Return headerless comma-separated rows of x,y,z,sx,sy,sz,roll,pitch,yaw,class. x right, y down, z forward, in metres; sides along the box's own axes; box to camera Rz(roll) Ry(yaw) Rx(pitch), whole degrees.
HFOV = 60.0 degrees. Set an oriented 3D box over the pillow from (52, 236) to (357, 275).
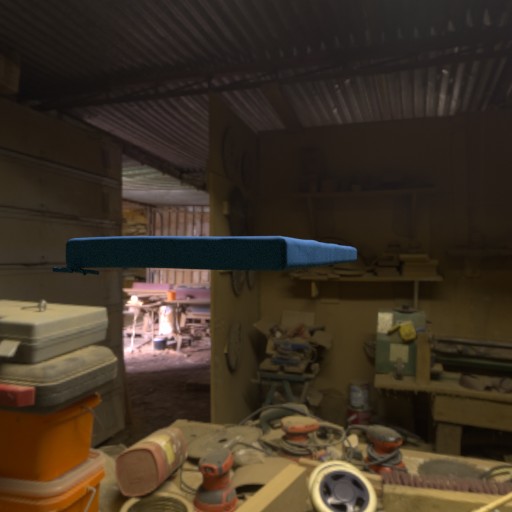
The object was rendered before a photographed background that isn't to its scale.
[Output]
0.000,0.000,1.346,0.492,0.081,1.187,0,0,19,pillow
